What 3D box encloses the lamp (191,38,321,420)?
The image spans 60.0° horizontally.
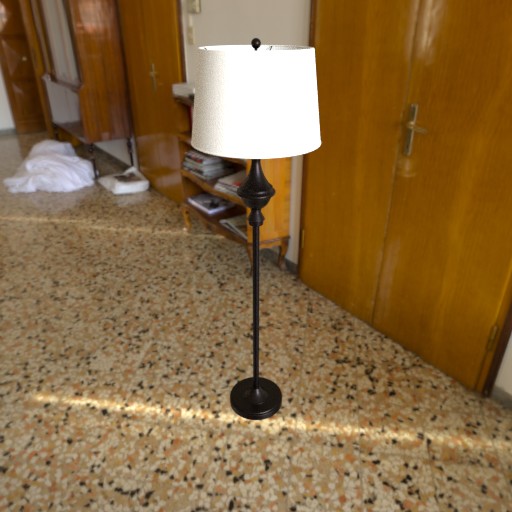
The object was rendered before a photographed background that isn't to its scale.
[{"bbox_3d":[0.000,0.000,1.681,0.431,1.484,0.431,0,28,0],"label":"lamp"}]
